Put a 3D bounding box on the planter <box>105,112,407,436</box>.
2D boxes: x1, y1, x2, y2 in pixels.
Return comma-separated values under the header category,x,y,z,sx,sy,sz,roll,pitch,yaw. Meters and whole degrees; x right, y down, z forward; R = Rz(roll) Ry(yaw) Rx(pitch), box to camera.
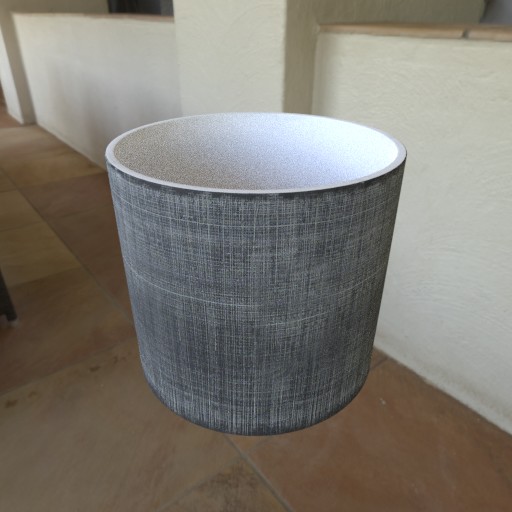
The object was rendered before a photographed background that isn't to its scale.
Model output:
category,x,y,z,sx,sy,sz,roll,pitch,yaw
planter,0.000,0.000,0.387,0.221,0.201,0.221,0,29,0
